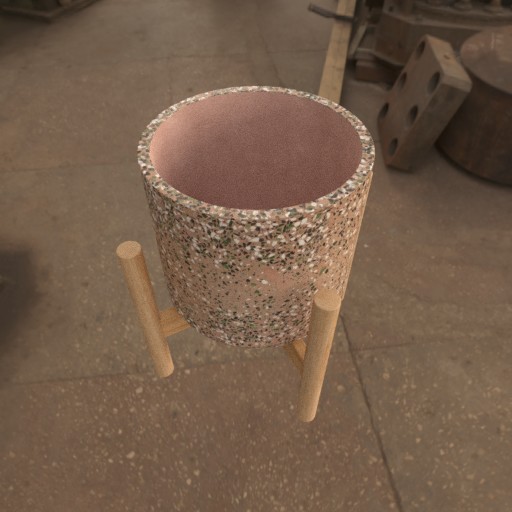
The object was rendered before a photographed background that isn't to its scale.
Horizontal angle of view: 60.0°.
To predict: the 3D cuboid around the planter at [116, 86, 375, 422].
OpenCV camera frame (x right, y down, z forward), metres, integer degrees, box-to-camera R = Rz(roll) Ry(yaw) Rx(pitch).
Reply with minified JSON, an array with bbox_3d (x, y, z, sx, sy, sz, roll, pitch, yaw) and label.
[{"bbox_3d":[0.000,0.000,0.537,0.284,0.320,0.284,-3,47,-3],"label":"planter"}]
